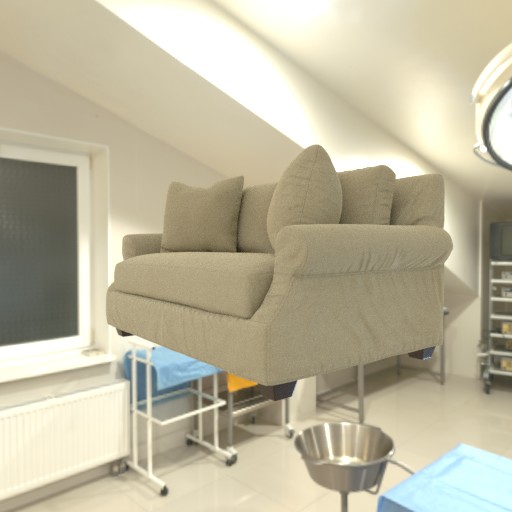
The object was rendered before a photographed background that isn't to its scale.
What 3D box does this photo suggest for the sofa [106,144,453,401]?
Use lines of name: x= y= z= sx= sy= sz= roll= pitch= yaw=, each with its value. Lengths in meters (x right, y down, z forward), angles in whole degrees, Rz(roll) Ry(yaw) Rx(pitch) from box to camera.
sofa: x=0.000 y=0.000 z=2.234 sx=1.070 sy=0.905 sz=1.550 roll=-1 pitch=2 yaw=-38
